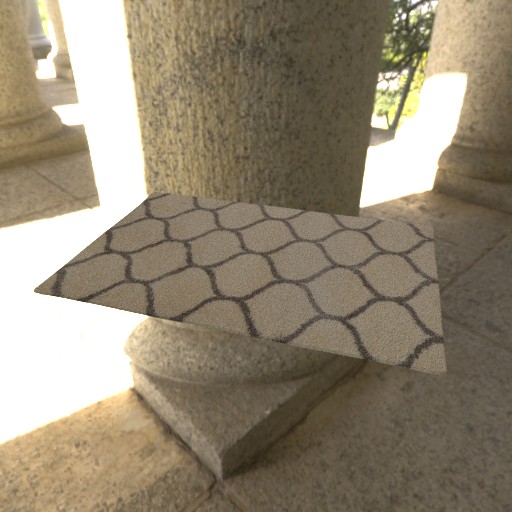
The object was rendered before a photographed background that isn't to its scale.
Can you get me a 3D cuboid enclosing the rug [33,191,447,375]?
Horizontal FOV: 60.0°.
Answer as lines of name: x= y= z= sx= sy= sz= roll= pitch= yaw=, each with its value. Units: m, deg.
rug: x=0.000 y=0.000 z=3.466 sx=2.701 sy=0.026 sz=1.801 roll=9 pitch=33 yaw=14
